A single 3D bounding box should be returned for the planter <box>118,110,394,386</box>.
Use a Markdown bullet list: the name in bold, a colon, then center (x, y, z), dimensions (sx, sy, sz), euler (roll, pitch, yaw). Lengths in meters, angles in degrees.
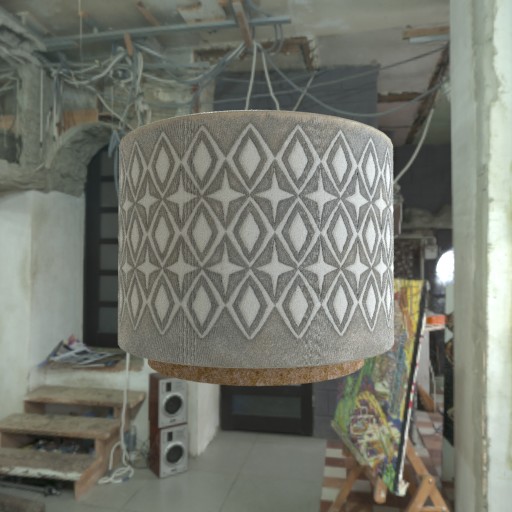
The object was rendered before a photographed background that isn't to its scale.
- **planter**: center (0.000, 0.000, 0.277), dimensions (0.164, 0.127, 0.164), euler (0, -1, 0)
